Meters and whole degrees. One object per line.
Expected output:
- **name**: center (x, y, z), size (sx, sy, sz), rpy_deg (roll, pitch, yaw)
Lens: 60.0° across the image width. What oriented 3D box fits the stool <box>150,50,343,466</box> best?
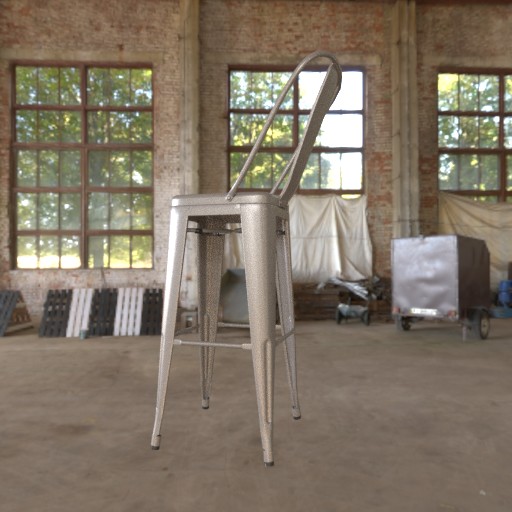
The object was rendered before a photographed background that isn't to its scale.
- **stool**: center (0.000, 0.000, 1.351), size (0.513, 1.096, 0.399), rpy_deg (0, 0, 17)
